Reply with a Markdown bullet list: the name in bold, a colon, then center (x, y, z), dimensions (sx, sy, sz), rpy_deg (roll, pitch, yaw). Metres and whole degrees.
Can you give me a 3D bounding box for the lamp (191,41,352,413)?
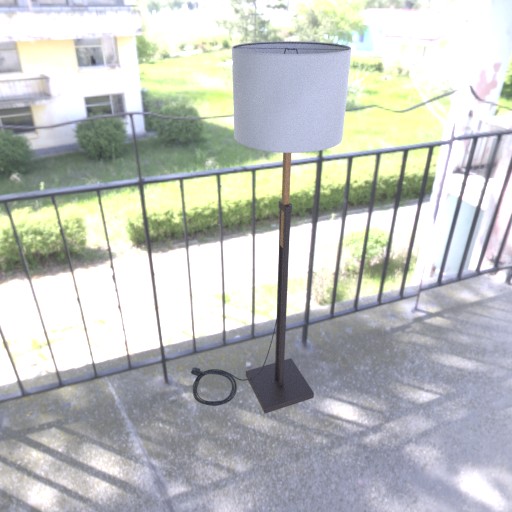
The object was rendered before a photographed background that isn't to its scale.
- **lamp**: center (0.000, 0.000, 1.928), dimensions (0.639, 1.650, 0.474), rpy_deg (-11, 33, -18)
